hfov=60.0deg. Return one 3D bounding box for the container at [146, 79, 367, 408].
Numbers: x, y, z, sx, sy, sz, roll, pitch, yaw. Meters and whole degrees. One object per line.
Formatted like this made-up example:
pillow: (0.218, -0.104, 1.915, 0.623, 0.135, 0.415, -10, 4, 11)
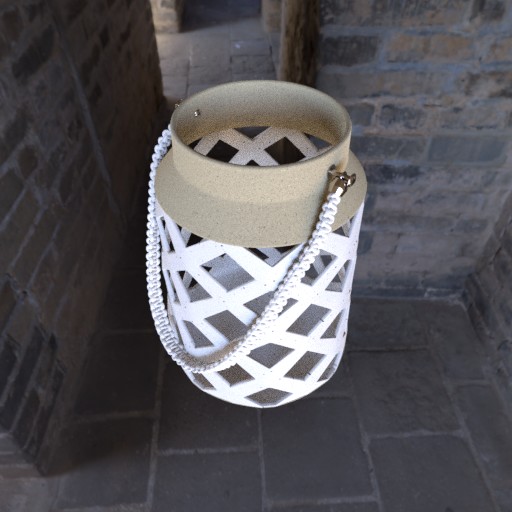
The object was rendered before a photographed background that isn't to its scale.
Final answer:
container: (0.000, 0.000, 0.398, 0.188, 0.264, 0.198, 31, 53, 27)
